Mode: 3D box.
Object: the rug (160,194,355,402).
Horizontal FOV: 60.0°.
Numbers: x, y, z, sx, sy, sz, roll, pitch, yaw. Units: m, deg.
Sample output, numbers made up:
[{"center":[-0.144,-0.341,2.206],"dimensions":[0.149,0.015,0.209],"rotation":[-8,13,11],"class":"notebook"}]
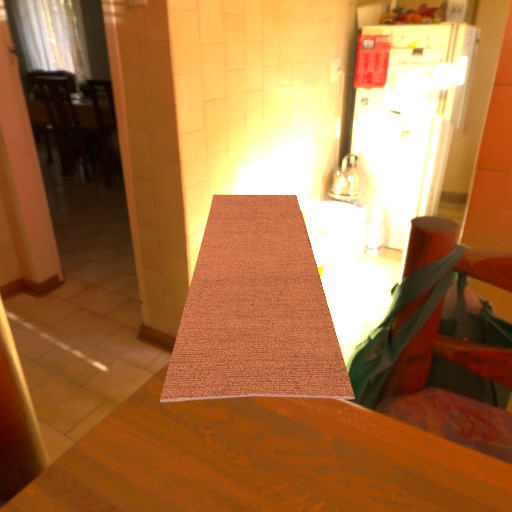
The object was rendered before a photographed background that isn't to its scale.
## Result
[{"center":[0.000,0.000,2.602],"dimensions":[0.692,0.032,2.320],"rotation":[0,26,0],"class":"rug"}]
